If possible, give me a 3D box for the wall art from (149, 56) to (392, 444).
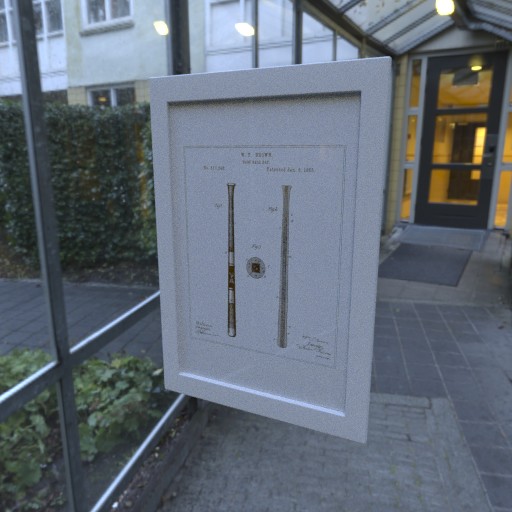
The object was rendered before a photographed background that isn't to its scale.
[{"bbox_3d":[0.000,0.000,0.611,0.329,0.482,0.011,6,15,25],"label":"wall art"}]
